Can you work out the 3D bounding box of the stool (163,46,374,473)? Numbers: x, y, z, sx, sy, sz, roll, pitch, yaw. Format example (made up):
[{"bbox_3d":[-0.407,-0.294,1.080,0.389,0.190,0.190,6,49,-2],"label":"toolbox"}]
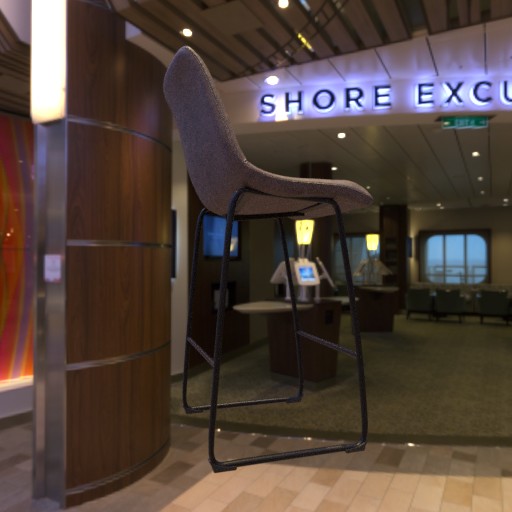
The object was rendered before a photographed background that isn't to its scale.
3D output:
[{"bbox_3d":[0.000,0.000,1.376,0.561,1.082,0.514,0,0,-18],"label":"stool"}]
